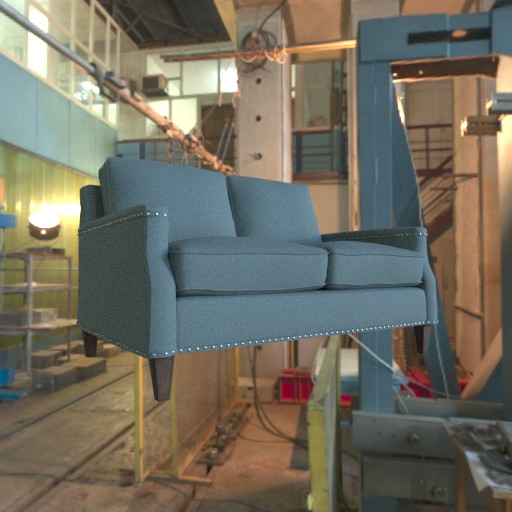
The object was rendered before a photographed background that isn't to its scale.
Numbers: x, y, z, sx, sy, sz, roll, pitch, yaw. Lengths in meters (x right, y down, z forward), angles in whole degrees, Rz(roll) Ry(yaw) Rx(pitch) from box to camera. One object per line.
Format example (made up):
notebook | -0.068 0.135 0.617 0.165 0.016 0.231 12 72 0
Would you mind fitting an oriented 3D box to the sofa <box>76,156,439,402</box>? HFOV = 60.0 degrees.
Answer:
sofa | 0.000 0.000 2.288 1.597 1.003 1.084 1 -2 -35
